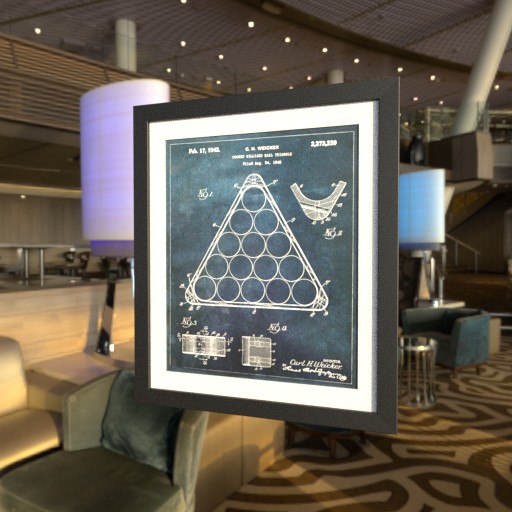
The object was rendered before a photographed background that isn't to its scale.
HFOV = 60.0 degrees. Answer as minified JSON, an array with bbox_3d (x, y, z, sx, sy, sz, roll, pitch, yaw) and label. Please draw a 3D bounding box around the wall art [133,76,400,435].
[{"bbox_3d":[0.000,0.000,0.705,0.432,0.508,0.025,0,1,18],"label":"wall art"}]
